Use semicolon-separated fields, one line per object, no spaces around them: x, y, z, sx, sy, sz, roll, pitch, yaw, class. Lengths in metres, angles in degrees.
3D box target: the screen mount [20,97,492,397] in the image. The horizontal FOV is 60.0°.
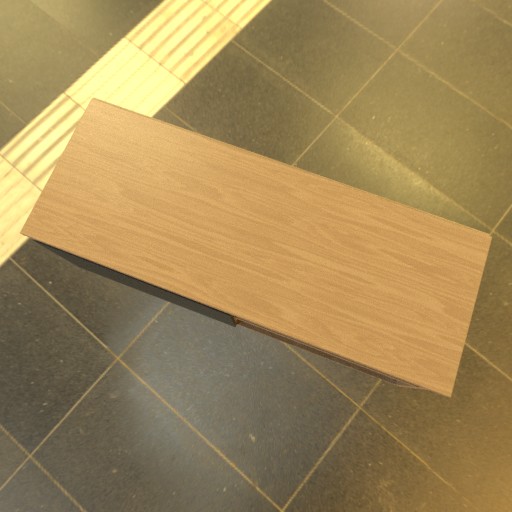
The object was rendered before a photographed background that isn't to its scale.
0.000;0.000;1.292;1.084;0.432;0.406;20;77;5;screen mount
